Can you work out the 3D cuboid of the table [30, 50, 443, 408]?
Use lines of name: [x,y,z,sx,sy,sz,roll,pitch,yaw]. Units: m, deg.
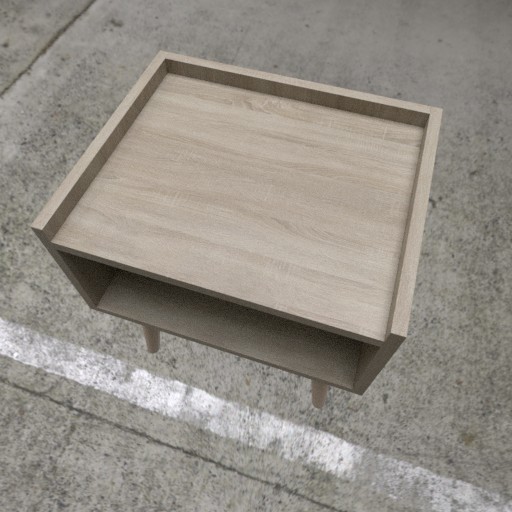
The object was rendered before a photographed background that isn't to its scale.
table: [0.000,0.000,0.787,0.450,0.470,0.370,16,59,10]
